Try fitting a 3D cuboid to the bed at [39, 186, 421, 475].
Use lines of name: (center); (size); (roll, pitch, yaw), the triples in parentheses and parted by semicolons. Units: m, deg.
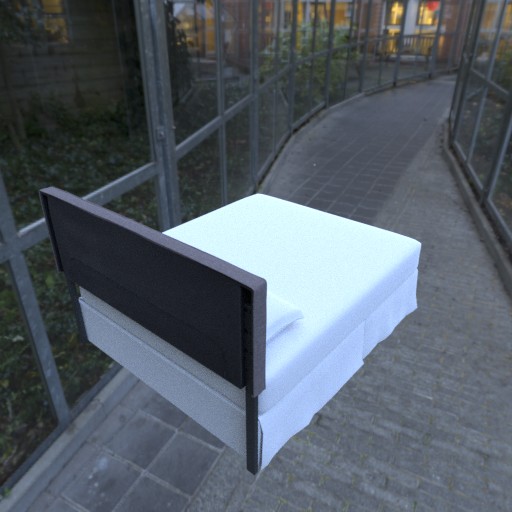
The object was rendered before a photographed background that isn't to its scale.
bed: (0.000, 0.000, 2.892); (1.610, 1.089, 1.894); (22, 35, 35)
